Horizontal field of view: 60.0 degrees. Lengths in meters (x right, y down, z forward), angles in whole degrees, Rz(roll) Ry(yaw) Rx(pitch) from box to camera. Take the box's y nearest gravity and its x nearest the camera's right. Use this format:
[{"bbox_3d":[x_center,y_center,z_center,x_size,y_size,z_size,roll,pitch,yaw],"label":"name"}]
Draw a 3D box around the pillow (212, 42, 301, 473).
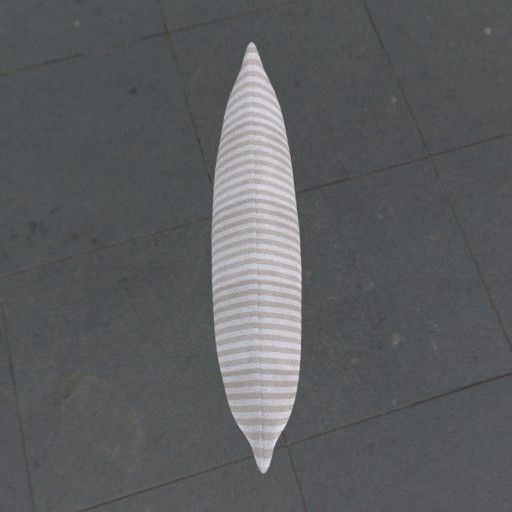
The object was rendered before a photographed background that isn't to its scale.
[{"bbox_3d":[0.000,0.000,0.755,0.151,0.295,0.617,-1,77,0],"label":"pillow"}]
